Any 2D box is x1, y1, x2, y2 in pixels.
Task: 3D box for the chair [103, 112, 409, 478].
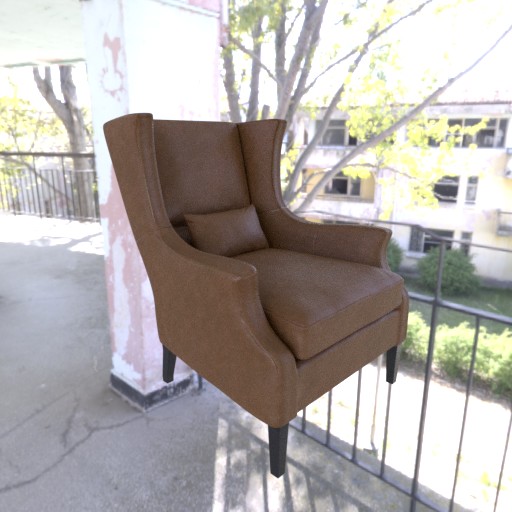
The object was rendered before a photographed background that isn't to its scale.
[{"bbox_3d":[0.000,0.000,1.667,0.925,1.016,0.852,14,20,42],"label":"chair"}]
